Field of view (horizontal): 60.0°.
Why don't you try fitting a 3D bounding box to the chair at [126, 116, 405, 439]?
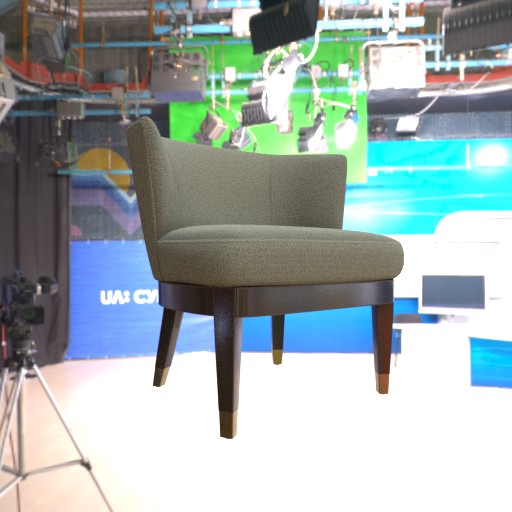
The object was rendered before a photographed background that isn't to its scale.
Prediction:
[{"bbox_3d":[0.000,0.000,1.274,0.700,0.760,0.660,0,0,-36],"label":"chair"}]
